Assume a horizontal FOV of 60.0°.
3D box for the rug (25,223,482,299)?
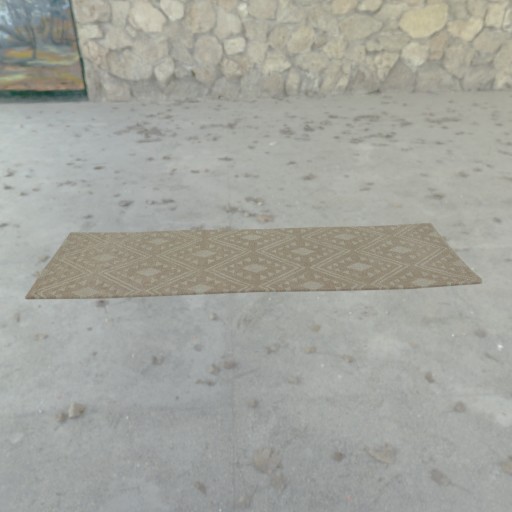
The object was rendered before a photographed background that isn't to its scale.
[{"bbox_3d":[0.000,0.000,2.684,2.452,0.051,0.752,-1,30,-2],"label":"rug"}]
